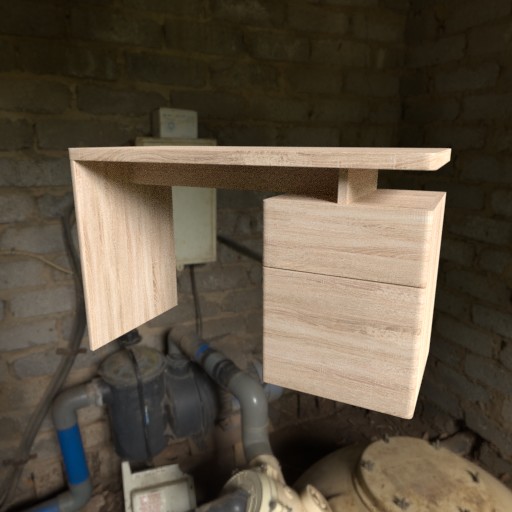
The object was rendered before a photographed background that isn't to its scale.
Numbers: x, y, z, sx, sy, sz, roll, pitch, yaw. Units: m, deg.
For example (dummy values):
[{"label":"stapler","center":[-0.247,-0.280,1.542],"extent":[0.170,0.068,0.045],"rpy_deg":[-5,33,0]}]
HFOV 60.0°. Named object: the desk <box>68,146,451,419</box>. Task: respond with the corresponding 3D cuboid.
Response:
[{"label":"desk","center":[0.000,0.000,1.609],"extent":[1.200,0.760,0.550],"rpy_deg":[7,16,25]}]
